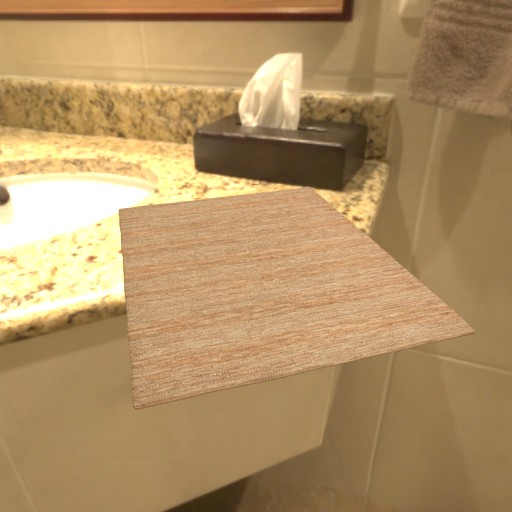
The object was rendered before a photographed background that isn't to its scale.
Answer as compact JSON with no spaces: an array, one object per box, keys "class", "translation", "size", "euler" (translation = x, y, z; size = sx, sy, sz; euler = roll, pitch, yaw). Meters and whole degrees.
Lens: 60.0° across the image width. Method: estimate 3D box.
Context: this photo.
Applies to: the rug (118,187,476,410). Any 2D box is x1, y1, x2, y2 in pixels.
[{"class":"rug","translation":[0.000,0.000,3.963],"size":[2.313,0.009,2.939],"euler":[-9,31,-15]}]
